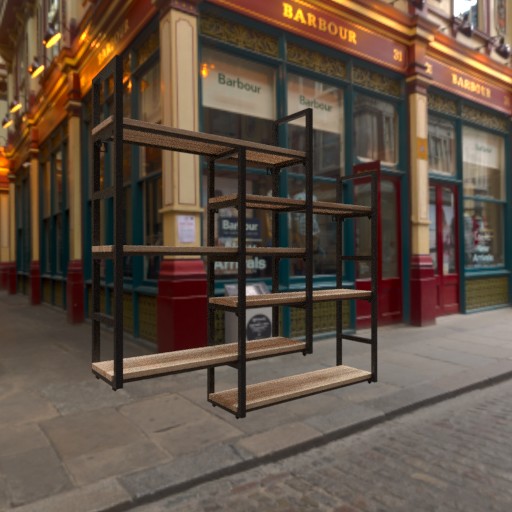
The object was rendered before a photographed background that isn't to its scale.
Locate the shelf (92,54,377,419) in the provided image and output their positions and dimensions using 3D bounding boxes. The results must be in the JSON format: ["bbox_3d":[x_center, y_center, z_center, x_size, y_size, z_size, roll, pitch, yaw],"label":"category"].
[{"bbox_3d":[0.000,0.000,1.366,0.946,0.921,0.183,0,0,-37],"label":"shelf"}]
